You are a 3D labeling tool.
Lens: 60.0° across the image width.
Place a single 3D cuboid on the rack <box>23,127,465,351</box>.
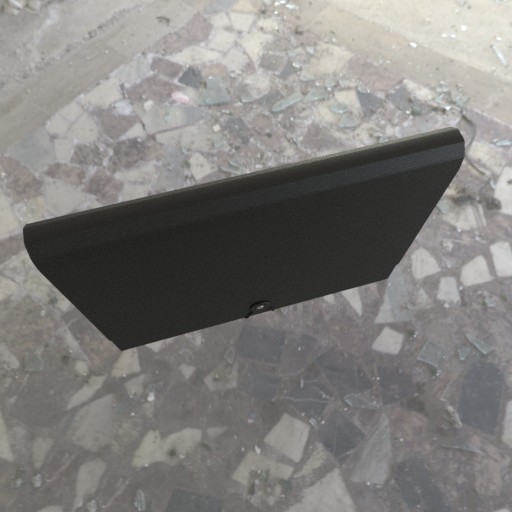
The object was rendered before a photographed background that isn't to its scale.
[{"bbox_3d":[0.000,0.000,0.430,0.330,0.241,0.041,-14,64,-7],"label":"rack"}]
